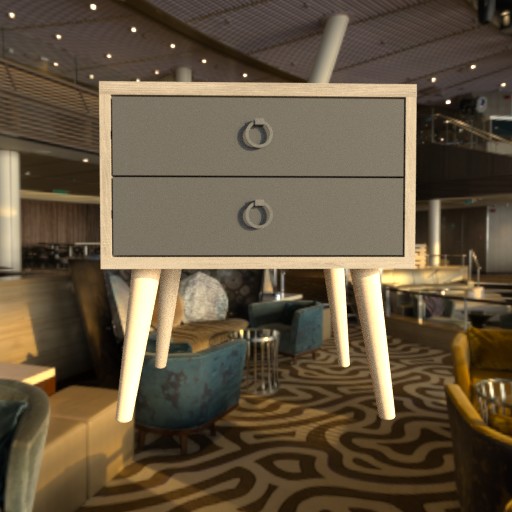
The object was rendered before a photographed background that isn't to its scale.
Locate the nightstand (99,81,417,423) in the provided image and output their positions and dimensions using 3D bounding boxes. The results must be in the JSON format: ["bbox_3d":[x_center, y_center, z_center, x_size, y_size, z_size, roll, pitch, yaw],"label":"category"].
[{"bbox_3d":[0.000,0.000,0.814,0.450,0.500,0.380,0,2,-2],"label":"nightstand"}]
